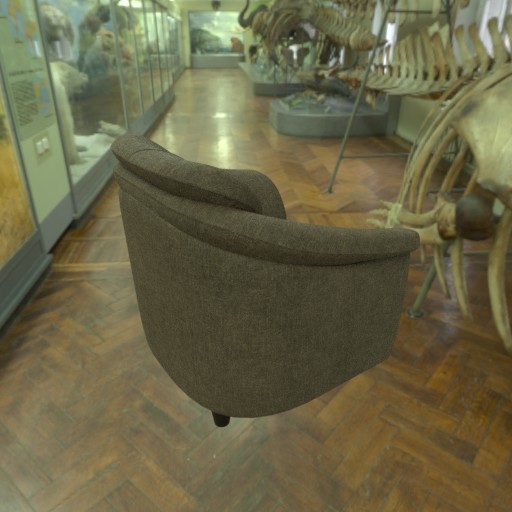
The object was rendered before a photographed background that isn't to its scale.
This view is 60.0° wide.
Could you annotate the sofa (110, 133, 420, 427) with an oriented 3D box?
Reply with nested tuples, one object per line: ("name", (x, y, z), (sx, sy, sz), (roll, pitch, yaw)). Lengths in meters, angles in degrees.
("sofa", (0.000, 0.000, 1.490), (0.794, 0.811, 0.870), (-17, 31, -31))
